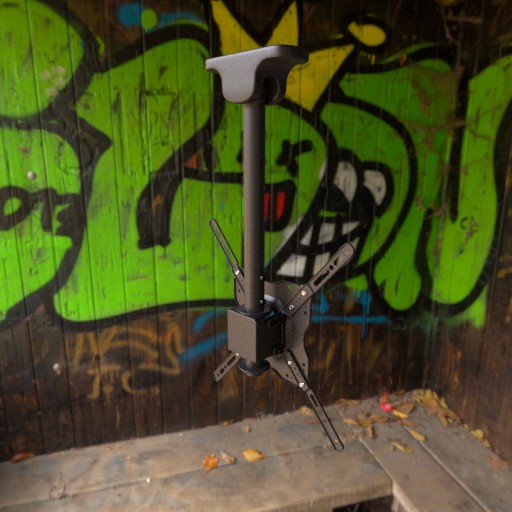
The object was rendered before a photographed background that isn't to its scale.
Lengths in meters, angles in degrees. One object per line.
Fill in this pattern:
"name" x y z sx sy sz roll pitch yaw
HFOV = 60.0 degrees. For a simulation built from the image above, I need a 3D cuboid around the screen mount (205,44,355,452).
"screen mount" 0.000 0.000 0.870 0.090 0.729 0.393 -13 19 -43
